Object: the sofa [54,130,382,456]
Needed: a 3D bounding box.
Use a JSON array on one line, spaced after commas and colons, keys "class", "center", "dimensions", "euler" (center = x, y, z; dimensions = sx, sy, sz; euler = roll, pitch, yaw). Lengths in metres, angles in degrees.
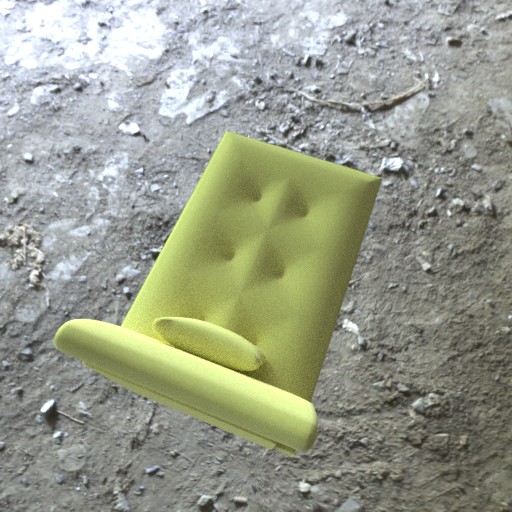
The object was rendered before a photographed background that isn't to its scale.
[{"class": "sofa", "center": [0.000, 0.000, 2.014], "dimensions": [0.930, 0.820, 1.450], "euler": [19, 66, 9]}]
